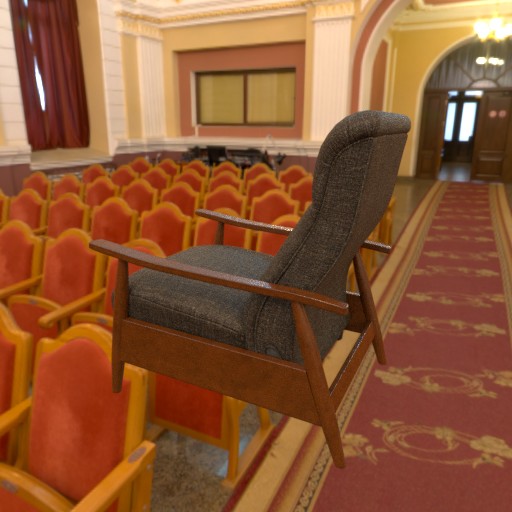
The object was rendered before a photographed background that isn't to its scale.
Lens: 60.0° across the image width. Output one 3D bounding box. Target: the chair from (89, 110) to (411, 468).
[{"bbox_3d":[0.000,0.000,1.765,1.014,1.082,0.762,8,18,25],"label":"chair"}]
